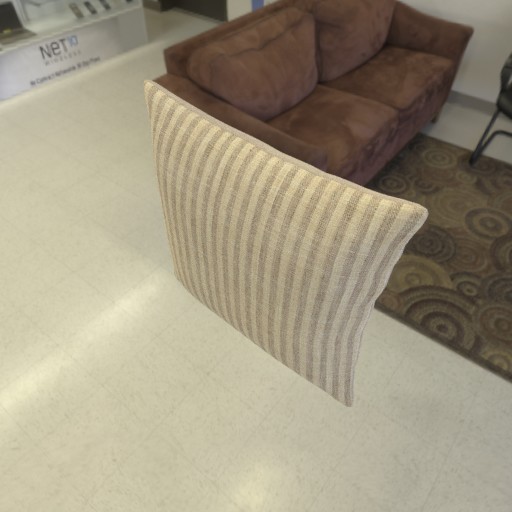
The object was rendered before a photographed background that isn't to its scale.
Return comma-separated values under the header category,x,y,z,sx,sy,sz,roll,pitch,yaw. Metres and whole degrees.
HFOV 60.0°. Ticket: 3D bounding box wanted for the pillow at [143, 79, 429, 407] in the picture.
category,x,y,z,sx,sy,sz,roll,pitch,yaw
pillow,0.000,0.000,0.815,0.523,0.510,0.166,32,55,27
